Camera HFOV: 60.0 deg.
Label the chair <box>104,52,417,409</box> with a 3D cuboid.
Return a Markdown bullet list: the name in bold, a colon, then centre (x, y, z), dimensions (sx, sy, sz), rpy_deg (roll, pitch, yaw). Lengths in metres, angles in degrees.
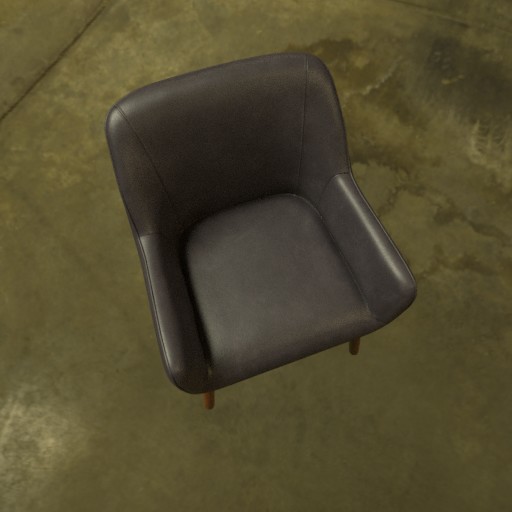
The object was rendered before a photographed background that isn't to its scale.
- **chair**: centre (0.000, 0.000, 1.247), dimensions (0.610, 0.828, 0.610), rpy_deg (-18, 65, -9)
